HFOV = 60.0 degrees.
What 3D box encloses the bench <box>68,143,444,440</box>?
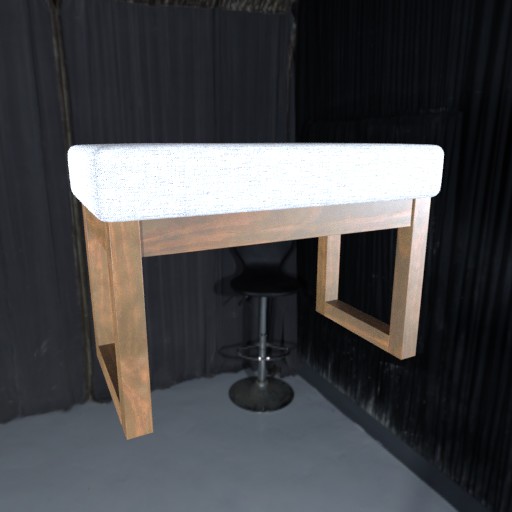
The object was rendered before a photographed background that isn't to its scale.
[{"bbox_3d":[0.000,0.000,0.948,0.681,0.467,0.366,-7,16,-26],"label":"bench"}]
